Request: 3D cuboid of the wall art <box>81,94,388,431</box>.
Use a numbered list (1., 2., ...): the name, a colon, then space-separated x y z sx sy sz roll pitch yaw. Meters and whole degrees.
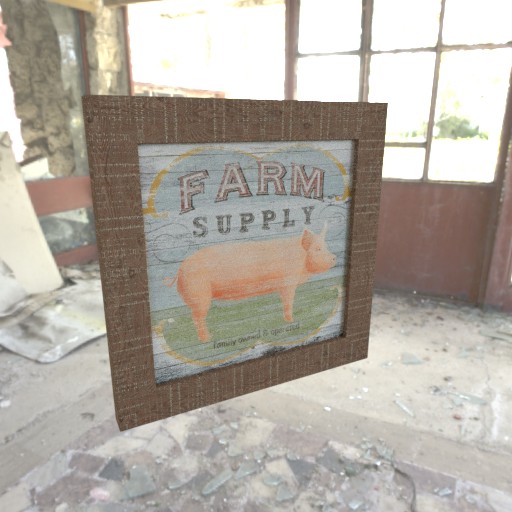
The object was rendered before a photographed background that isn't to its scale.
1. wall art: 0.000 0.000 0.798 0.531 0.531 0.040 -8 19 -26
